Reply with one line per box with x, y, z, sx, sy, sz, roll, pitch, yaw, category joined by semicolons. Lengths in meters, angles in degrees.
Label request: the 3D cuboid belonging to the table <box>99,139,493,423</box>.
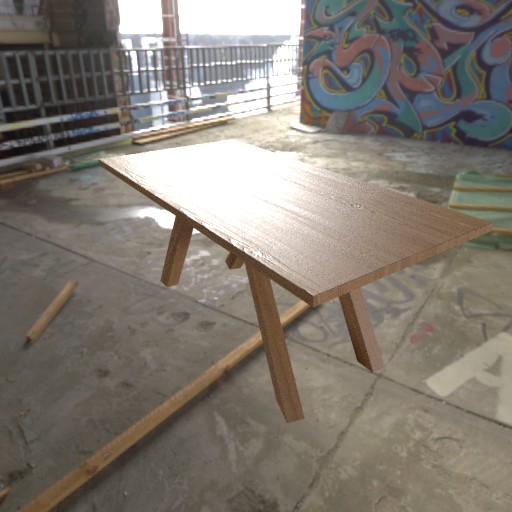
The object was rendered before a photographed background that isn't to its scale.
0.000;0.000;2.246;0.901;0.750;1.797;-18;32;-31;table
